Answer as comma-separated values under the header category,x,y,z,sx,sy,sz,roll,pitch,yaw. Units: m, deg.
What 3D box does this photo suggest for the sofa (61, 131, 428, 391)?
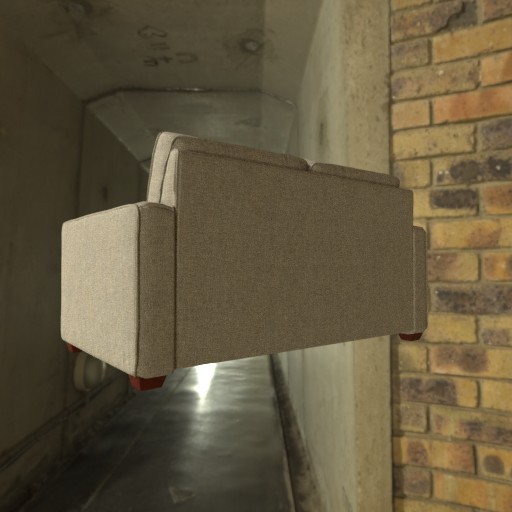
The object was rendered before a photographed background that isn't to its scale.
category,x,y,z,sx,sy,sz,roll,pitch,yaw
sofa,0.000,0.000,2.288,1.706,0.915,0.945,1,-1,-38
